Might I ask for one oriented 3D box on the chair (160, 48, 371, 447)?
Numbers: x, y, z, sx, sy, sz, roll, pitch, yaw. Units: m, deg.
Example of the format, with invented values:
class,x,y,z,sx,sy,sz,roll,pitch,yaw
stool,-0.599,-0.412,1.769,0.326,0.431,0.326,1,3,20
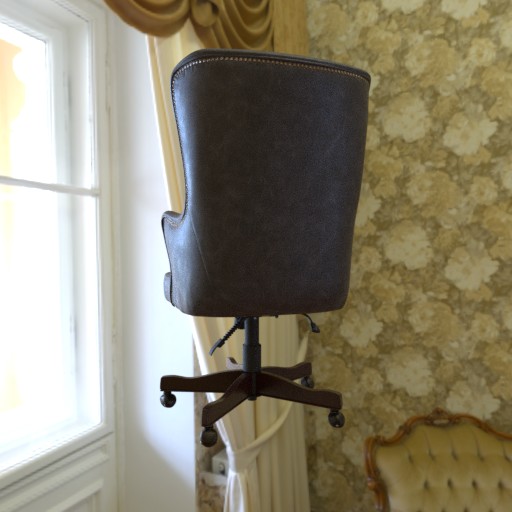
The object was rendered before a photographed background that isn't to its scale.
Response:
class,x,y,z,sx,sy,sz,roll,pitch,yaw
chair,0.000,0.000,1.444,0.594,1.037,0.717,0,1,-18
